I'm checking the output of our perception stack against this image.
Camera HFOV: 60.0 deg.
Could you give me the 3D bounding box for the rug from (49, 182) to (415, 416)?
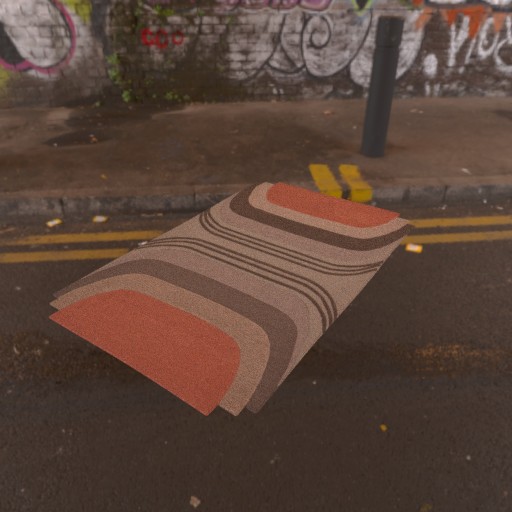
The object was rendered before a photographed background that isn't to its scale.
[{"bbox_3d":[0.000,0.000,3.093,1.530,0.017,2.446,20,37,29],"label":"rug"}]
